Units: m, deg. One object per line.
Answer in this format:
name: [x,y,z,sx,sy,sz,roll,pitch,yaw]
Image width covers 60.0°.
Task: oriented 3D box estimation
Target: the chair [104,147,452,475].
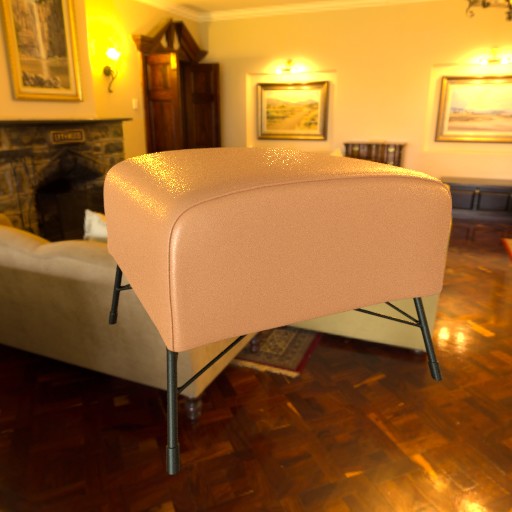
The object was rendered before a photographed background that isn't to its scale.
chair: [0.000,0.000,0.886,0.530,0.410,0.530,-9,20,-25]
